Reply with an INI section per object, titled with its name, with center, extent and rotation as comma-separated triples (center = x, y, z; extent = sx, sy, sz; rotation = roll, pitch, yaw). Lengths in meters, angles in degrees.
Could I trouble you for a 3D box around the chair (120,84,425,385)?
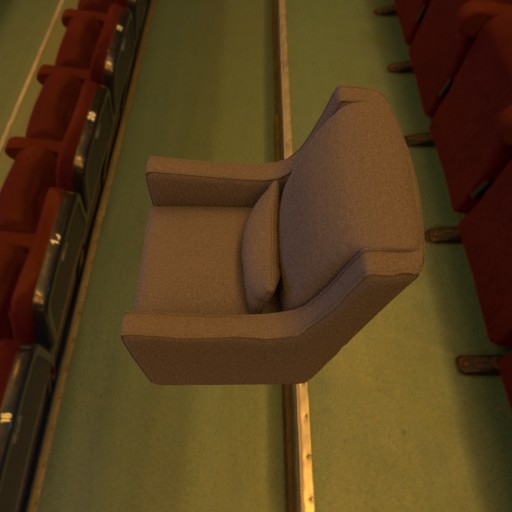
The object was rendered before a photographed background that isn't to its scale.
[chair]
center = 0.000, 0.000, 1.617
extent = 0.879, 0.993, 0.732
rotation = 0, 59, 0
